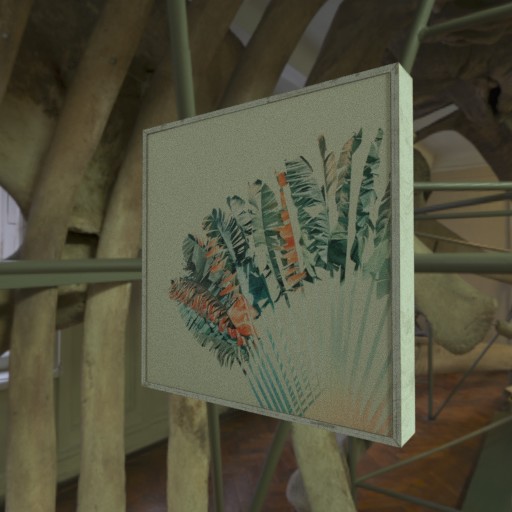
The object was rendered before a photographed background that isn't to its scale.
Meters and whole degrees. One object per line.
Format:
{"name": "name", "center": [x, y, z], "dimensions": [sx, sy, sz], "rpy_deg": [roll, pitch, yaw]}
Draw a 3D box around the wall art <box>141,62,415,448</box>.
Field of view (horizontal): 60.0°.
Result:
{"name": "wall art", "center": [0.000, 0.000, 0.452], "dimensions": [0.305, 0.303, 0.038], "rpy_deg": [-1, -1, 35]}
